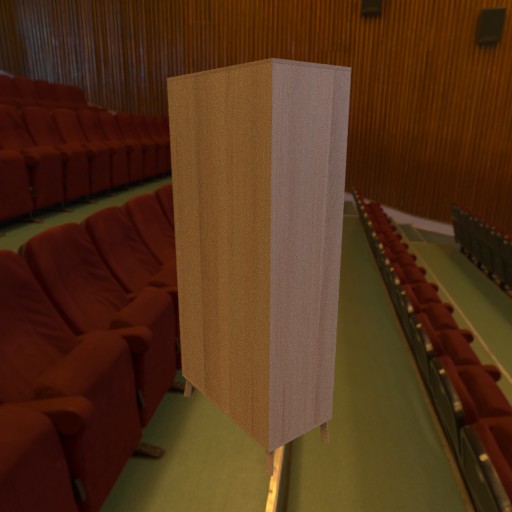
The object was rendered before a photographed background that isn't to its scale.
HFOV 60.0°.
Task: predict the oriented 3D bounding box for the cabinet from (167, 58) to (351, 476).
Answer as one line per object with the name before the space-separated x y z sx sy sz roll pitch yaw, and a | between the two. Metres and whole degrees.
cabinet | 0.000 0.000 2.599 0.969 1.957 1.272 2 16 8
